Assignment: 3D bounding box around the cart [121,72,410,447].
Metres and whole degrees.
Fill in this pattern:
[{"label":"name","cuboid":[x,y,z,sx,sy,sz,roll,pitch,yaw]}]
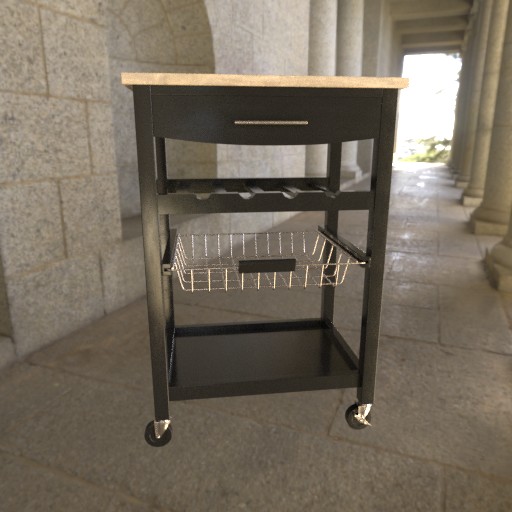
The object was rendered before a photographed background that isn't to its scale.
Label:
[{"label":"cart","cuboid":[0.000,0.000,1.165,0.584,0.839,0.403,-2,15,-7]}]
